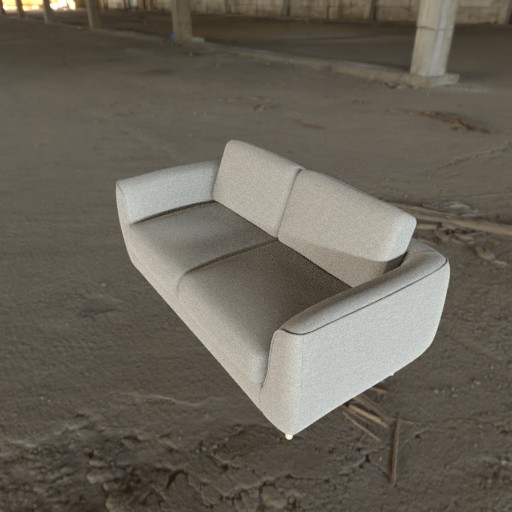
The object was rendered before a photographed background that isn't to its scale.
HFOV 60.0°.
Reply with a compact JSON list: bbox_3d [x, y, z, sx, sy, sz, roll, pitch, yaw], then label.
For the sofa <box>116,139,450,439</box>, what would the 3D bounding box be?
[{"bbox_3d":[0.000,0.000,2.254,0.920,0.850,1.700,-19,35,-29],"label":"sofa"}]
